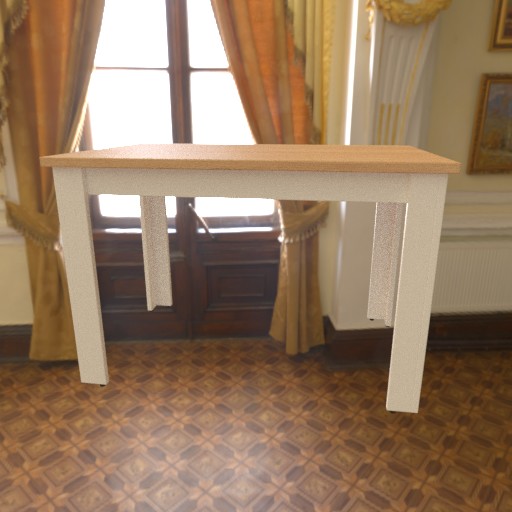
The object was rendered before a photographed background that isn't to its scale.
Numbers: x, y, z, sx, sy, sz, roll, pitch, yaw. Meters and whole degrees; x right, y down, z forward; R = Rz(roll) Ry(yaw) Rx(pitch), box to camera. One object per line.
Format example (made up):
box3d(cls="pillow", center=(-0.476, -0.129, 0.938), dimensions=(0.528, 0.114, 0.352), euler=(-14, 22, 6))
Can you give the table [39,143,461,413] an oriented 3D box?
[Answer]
box3d(cls="table", center=(0.000, 0.000, 1.579), dimensions=(1.100, 0.734, 0.700), euler=(3, 18, 8))
